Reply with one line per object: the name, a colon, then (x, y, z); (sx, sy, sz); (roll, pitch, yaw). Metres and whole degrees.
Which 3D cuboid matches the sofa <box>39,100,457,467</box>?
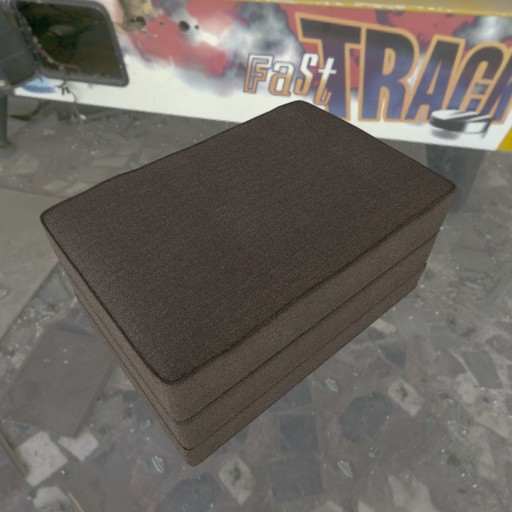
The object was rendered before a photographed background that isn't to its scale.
sofa: (0.000, 0.000, 1.192); (0.854, 0.457, 0.578); (-31, 55, -26)
